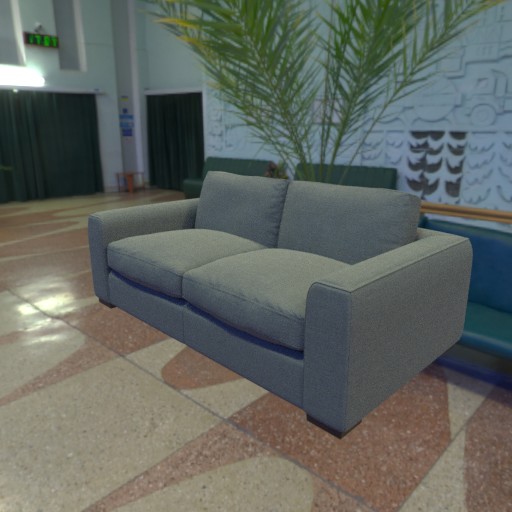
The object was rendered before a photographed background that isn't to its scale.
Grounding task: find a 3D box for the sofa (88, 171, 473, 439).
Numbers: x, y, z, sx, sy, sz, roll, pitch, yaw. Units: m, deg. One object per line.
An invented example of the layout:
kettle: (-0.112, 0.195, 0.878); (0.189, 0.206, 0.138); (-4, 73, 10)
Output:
sofa: (0.000, 0.000, 2.438); (1.069, 0.800, 1.920); (-15, 22, -43)
